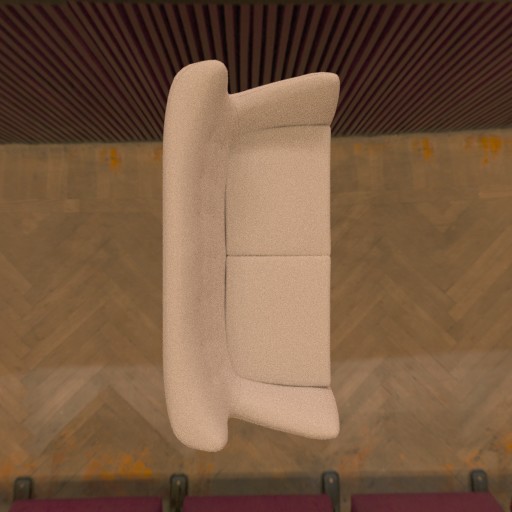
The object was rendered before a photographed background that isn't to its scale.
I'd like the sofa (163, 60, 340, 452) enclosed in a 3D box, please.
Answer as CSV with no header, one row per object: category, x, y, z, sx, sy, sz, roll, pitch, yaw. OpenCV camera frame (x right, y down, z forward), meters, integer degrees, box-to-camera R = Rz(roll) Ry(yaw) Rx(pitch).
sofa,0.000,0.000,2.479,0.899,0.890,1.930,0,90,-1
